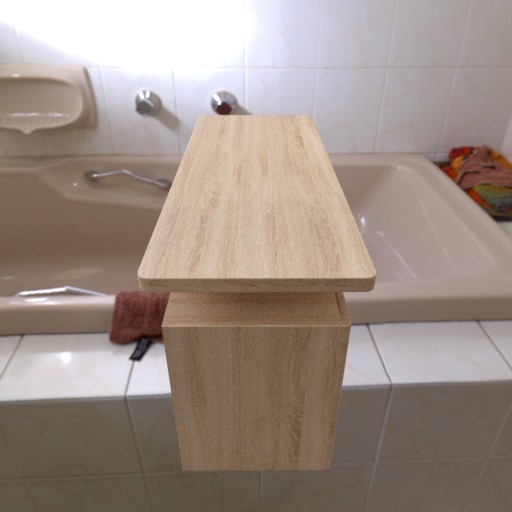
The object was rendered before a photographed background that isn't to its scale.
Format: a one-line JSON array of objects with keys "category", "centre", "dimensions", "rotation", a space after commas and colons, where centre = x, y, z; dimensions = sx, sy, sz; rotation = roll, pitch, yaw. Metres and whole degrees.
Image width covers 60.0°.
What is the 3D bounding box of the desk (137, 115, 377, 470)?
[{"category": "desk", "centre": [0.000, 0.000, 1.791], "dimensions": [0.550, 0.760, 1.400], "rotation": [0, 32, 0]}]
